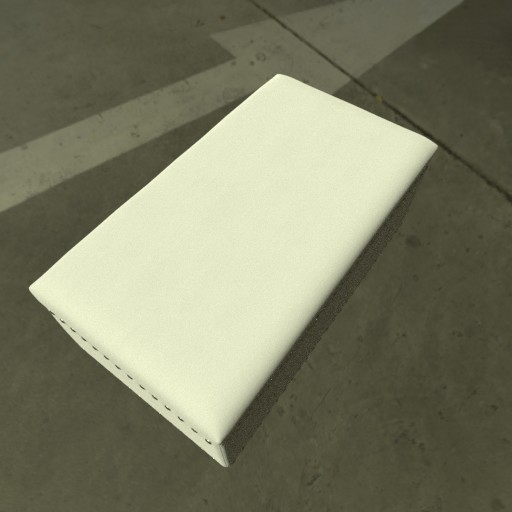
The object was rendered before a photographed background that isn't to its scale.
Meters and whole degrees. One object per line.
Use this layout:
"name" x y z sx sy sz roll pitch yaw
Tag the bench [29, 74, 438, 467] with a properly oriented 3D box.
"bench" 0.000 0.000 1.170 0.500 0.449 0.887 32 62 19
